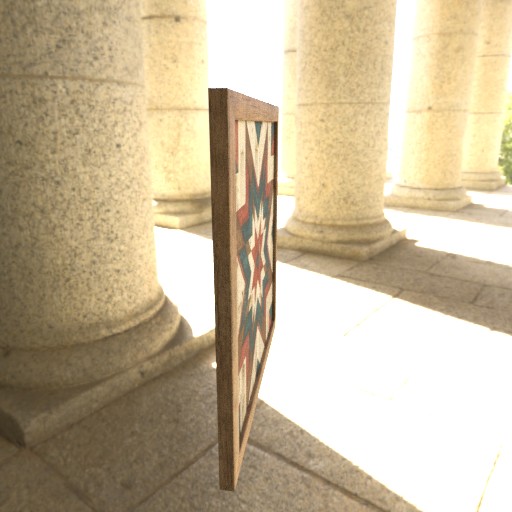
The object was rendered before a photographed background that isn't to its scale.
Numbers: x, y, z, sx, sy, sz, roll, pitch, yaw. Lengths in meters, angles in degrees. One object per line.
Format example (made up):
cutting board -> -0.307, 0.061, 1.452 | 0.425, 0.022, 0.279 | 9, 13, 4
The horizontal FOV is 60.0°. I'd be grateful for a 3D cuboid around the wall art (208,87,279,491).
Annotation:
wall art -> 0.000, 0.000, 1.040 | 0.029, 0.691, 0.695 | 2, 17, 8
